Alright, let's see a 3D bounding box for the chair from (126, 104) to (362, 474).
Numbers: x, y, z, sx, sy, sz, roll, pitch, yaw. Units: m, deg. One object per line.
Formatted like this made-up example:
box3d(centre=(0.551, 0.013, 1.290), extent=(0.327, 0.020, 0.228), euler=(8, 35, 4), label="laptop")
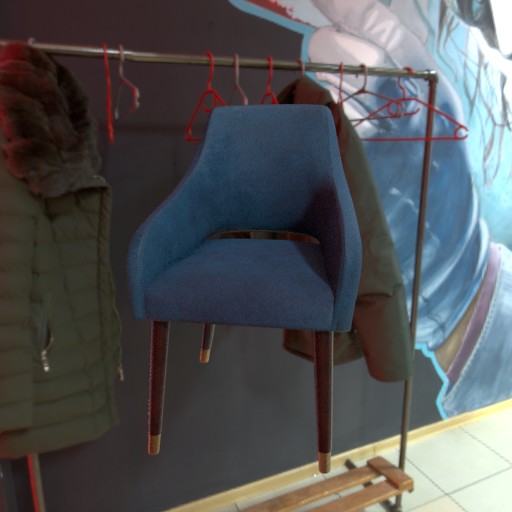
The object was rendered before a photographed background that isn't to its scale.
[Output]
box3d(centre=(0.000, 0.000, 1.568), extent=(0.683, 1.081, 0.794), euler=(2, 14, 9), label="chair")
